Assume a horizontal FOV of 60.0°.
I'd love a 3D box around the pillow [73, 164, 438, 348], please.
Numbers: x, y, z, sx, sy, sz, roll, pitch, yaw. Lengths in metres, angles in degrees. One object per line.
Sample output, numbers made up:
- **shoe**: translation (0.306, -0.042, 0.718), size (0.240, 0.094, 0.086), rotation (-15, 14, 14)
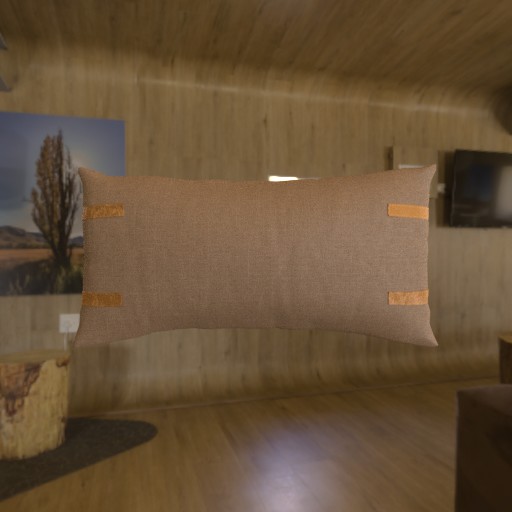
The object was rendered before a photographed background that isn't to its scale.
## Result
- **pillow**: translation (0.000, 0.000, 0.742), size (0.612, 0.308, 0.148), rotation (0, 1, 0)
